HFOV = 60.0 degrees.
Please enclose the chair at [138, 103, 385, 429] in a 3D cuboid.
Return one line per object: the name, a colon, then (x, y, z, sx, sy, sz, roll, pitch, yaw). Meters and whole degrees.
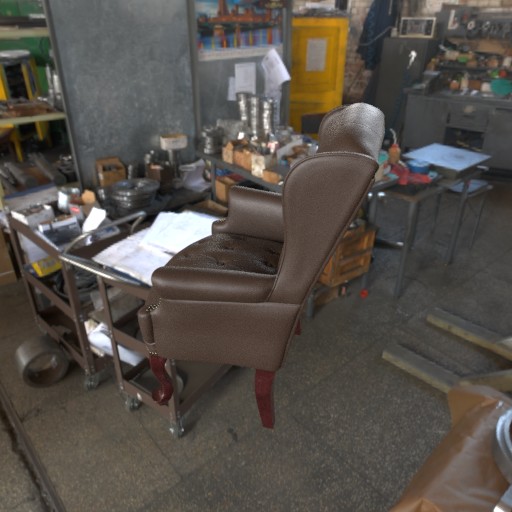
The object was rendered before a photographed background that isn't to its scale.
chair: (0.000, 0.000, 1.699, 0.819, 1.132, 0.829, 8, 30, 13)
